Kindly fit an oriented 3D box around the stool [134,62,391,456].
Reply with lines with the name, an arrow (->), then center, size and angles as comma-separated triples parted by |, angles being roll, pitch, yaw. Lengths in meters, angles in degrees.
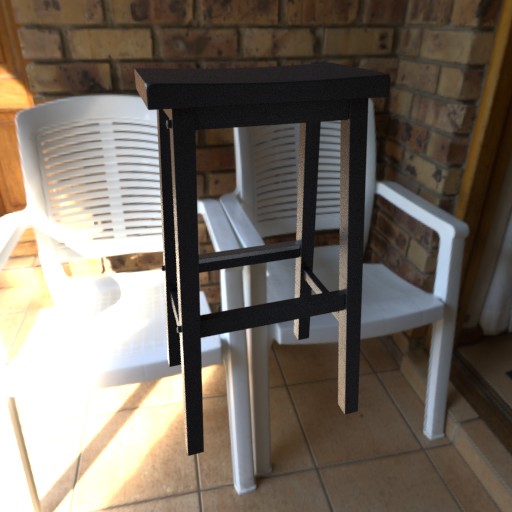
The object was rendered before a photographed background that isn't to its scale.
stool -> 0.000, 0.000, 0.958 | 0.406, 0.742, 0.322 | -9, 29, -15
